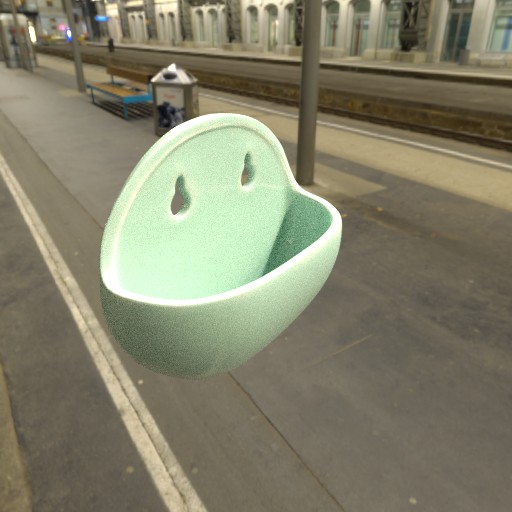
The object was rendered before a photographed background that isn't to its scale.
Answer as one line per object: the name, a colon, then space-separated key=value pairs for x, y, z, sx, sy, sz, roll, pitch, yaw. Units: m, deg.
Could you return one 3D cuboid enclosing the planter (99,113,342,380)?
planter: x=0.000 y=0.000 z=0.277 sx=0.073 sy=0.164 sz=0.189 roll=18 pitch=32 yaw=31
